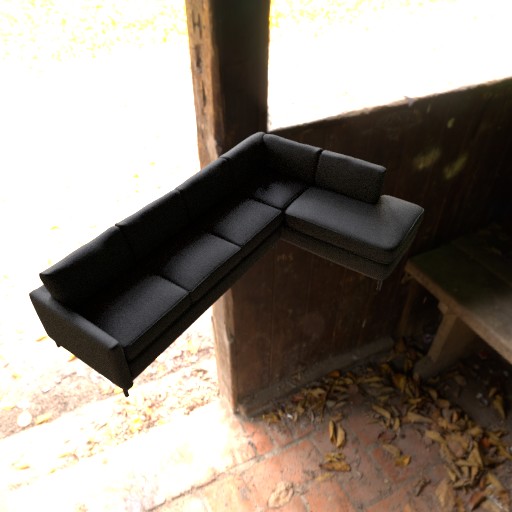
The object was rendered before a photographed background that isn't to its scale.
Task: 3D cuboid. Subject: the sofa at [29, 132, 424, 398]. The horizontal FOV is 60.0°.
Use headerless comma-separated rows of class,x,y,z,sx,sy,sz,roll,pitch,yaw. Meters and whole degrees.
sofa,0.000,0.000,3.806,1.984,0.858,2.972,24,46,26
